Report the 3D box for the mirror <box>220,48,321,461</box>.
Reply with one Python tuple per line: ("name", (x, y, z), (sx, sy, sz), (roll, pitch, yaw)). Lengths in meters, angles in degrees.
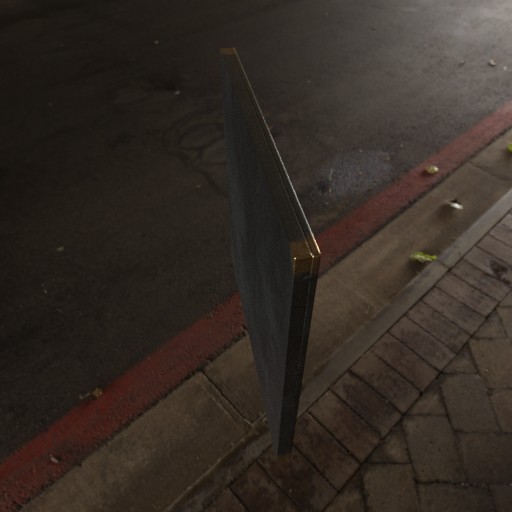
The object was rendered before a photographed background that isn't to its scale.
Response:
("mirror", (0.000, 0.000, 0.574), (0.020, 0.381, 0.382), (-8, 46, -8))
